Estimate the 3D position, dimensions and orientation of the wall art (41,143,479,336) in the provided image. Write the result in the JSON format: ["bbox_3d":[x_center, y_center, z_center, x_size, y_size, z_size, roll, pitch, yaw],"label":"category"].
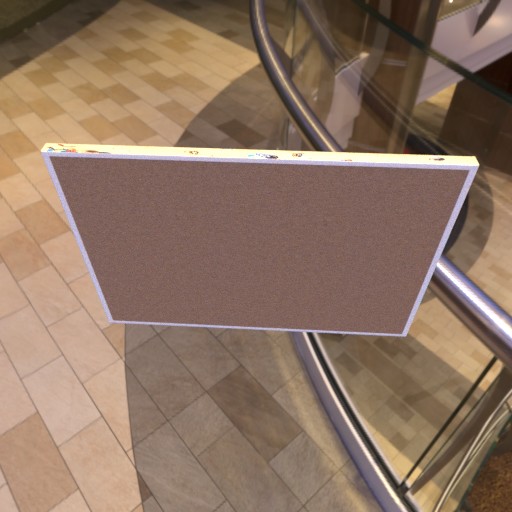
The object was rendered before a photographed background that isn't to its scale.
[{"bbox_3d":[0.000,0.000,1.433,1.136,0.769,0.040,2,46,2],"label":"wall art"}]
